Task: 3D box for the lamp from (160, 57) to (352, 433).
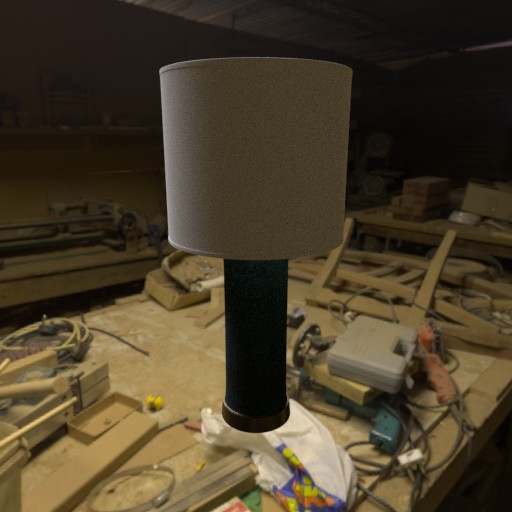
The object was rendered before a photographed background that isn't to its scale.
[{"bbox_3d":[0.000,0.000,0.785,0.301,0.630,0.301,-14,21,-42],"label":"lamp"}]
